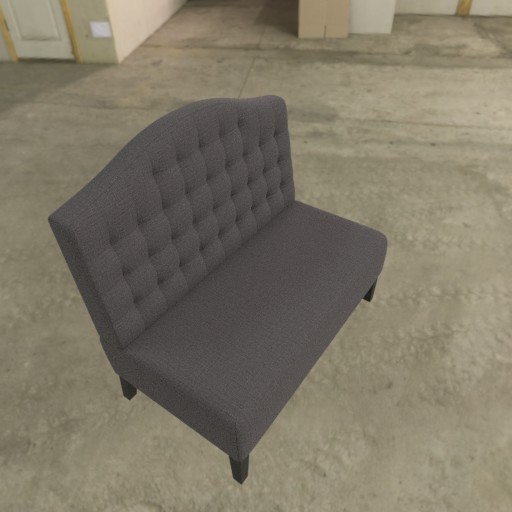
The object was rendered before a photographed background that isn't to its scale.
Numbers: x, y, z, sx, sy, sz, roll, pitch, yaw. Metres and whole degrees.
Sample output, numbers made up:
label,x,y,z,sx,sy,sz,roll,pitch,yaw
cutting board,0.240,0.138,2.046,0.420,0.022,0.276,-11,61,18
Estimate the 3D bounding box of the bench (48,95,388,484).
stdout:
label,x,y,z,sx,sy,sz,roll,pitch,yaw
bench,0.000,0.000,1.998,0.815,1.180,1.335,25,47,26
